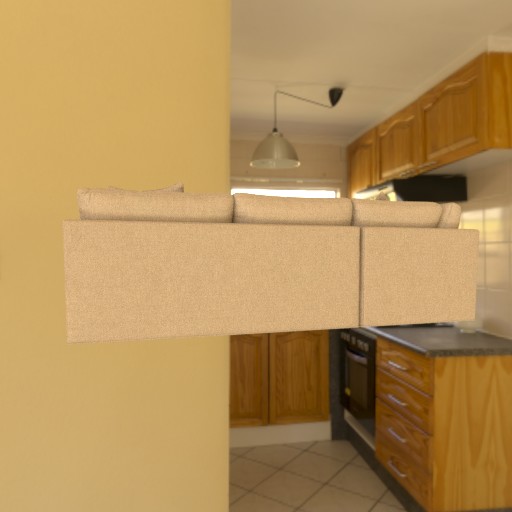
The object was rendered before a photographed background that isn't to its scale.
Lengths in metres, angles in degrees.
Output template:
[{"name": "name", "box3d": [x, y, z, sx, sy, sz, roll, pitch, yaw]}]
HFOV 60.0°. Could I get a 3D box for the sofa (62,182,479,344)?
[{"name": "sofa", "box3d": [0.000, 0.000, 3.811, 2.896, 0.978, 1.994, 0, 0, -19]}]
